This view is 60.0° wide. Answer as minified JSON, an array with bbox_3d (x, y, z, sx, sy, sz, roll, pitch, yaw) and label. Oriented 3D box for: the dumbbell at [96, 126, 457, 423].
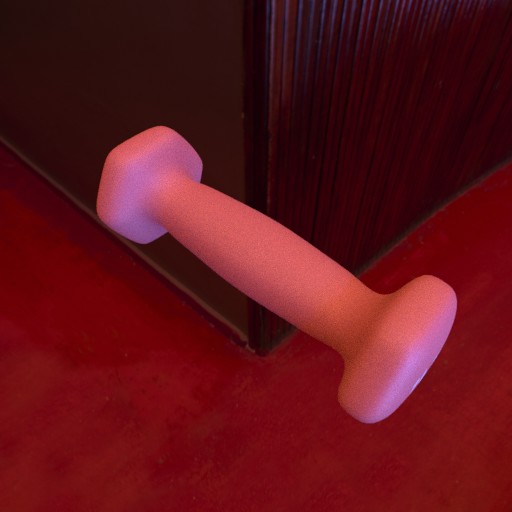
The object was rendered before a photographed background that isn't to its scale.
[{"bbox_3d":[0.000,0.000,0.146,0.123,0.043,0.047,34,57,26],"label":"dumbbell"}]
